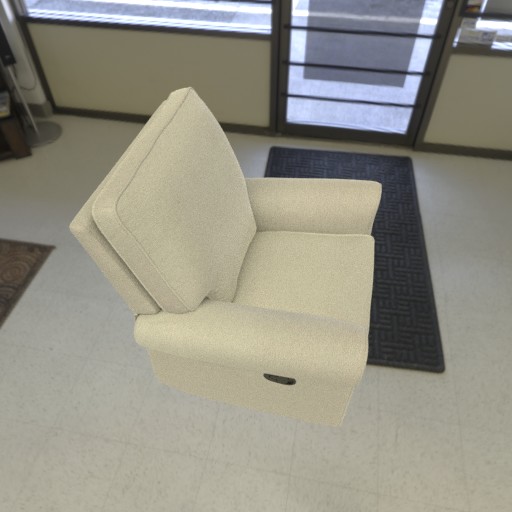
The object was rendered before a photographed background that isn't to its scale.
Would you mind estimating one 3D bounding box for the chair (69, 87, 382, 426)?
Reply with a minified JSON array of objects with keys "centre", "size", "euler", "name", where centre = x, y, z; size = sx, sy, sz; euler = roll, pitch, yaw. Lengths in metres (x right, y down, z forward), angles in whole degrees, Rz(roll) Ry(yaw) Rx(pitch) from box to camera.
[{"centre":[0.000,0.000,1.638],"size":[0.878,0.960,0.890],"euler":[10,48,9],"name":"chair"}]
